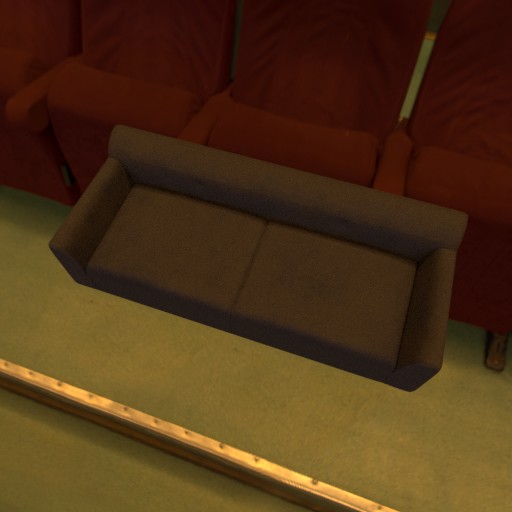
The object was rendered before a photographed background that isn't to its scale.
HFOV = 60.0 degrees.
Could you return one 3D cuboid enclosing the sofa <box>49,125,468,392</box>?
[{"bbox_3d":[0.000,0.000,2.702,2.190,0.740,0.900,16,60,10],"label":"sofa"}]
